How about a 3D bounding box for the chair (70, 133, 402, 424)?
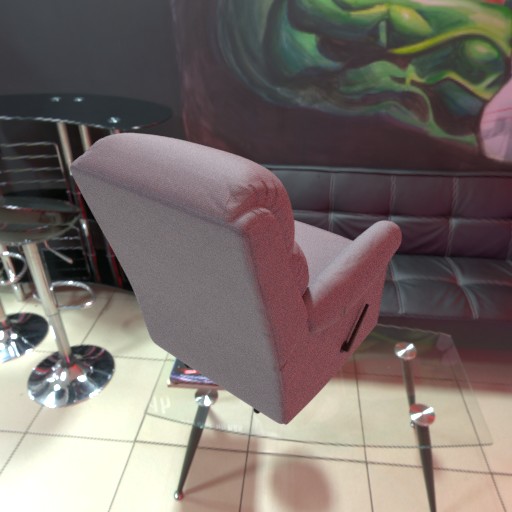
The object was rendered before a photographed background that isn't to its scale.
[{"bbox_3d":[0.000,0.000,1.776,0.838,1.054,1.014,22,38,32],"label":"chair"}]
